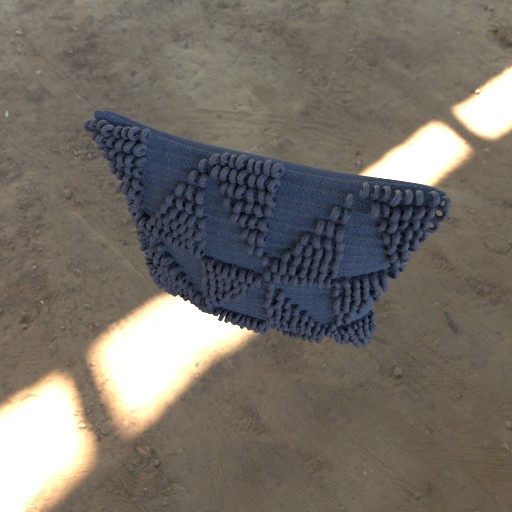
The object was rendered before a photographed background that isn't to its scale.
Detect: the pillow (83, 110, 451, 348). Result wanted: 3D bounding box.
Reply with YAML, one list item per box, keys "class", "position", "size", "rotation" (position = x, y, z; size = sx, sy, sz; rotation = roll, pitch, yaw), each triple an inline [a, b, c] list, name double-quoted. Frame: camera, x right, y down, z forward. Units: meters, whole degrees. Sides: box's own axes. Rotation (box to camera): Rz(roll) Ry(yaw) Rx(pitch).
- class: "pillow"
  position: [0.000, 0.000, 0.725]
  size: [0.469, 0.466, 0.172]
  rotation: [15, 59, 9]
